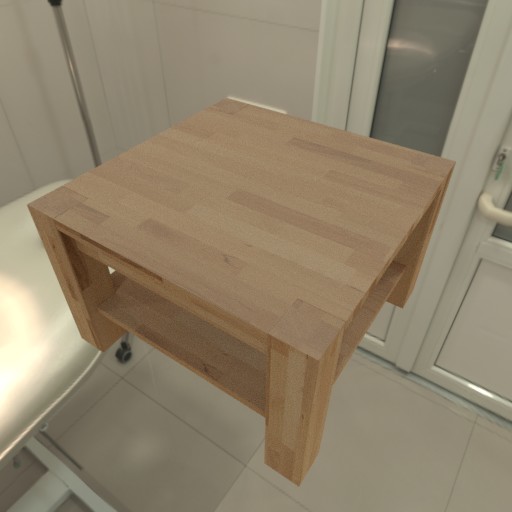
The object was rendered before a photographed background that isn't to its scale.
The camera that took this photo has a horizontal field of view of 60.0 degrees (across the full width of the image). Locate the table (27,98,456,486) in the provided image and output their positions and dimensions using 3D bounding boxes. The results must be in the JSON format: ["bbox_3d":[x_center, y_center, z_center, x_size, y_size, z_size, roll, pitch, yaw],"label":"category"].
[{"bbox_3d":[0.000,0.000,1.156,0.700,0.451,0.700,24,47,25],"label":"table"}]
